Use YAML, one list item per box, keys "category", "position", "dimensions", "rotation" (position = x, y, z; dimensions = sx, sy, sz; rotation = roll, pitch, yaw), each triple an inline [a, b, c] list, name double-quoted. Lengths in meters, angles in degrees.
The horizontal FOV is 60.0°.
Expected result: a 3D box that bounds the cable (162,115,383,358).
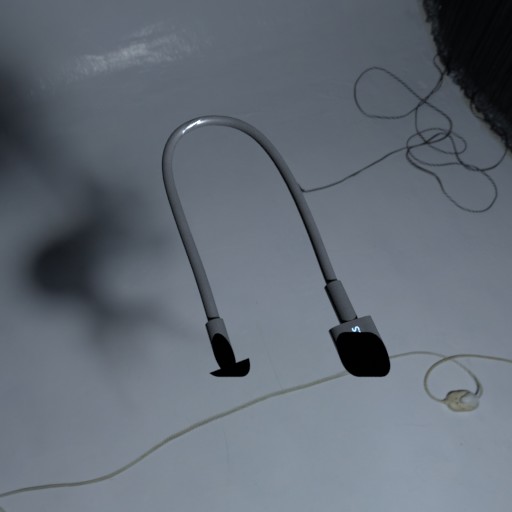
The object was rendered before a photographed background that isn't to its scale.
- category: "cable"
  position: [0.000, 0.000, 0.111]
  dimensions: [0.041, 0.005, 0.098]
  rotation: [-17, 64, -8]
